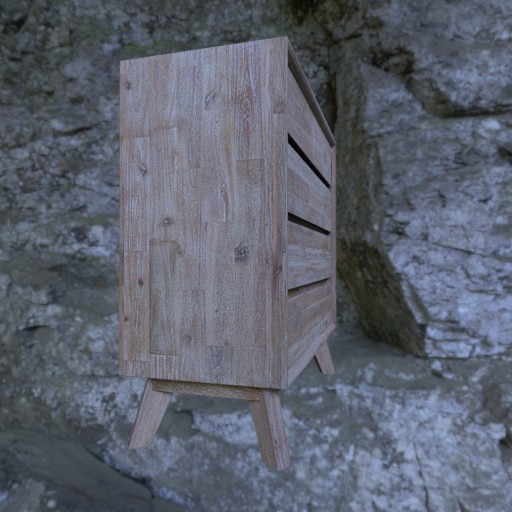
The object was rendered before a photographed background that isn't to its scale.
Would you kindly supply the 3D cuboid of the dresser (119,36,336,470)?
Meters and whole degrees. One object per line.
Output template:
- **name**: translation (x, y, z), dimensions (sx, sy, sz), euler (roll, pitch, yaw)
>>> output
- **dresser**: translation (0.000, 0.000, 1.584), dimensions (0.455, 1.029, 0.998), euler (0, -1, 17)
